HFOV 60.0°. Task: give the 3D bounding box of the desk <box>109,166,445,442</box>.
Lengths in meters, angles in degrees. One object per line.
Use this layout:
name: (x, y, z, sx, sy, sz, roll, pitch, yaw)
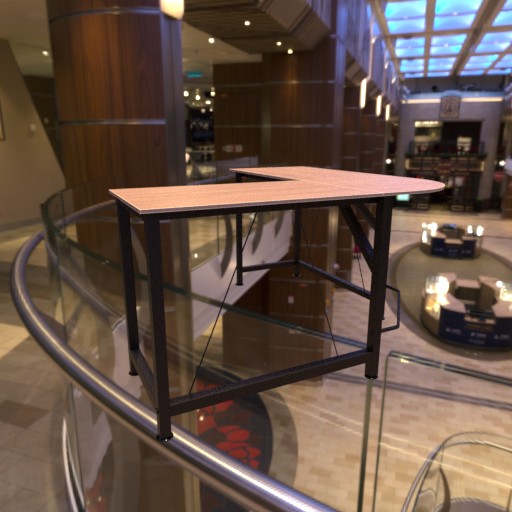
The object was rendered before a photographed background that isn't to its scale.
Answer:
desk: (0.000, 0.000, 2.213, 1.400, 0.762, 1.400, -7, 17, -25)
